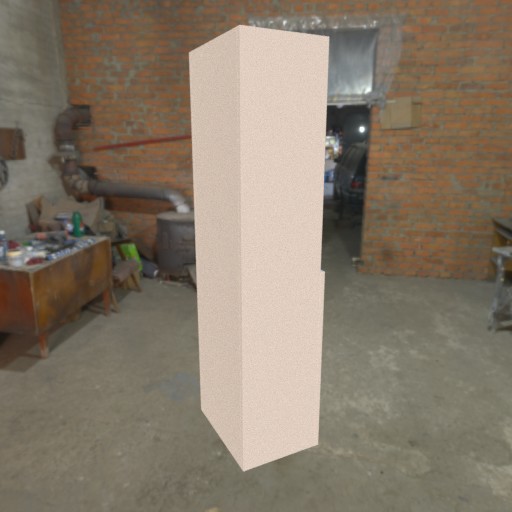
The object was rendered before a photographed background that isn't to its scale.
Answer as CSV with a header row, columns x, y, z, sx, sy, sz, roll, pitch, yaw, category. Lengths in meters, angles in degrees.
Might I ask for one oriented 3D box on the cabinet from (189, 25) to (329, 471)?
x,y,z,sx,sy,sz,roll,pitch,yaw,category
0.000,0.000,1.543,0.300,1.350,0.400,-7,16,-26,cabinet
